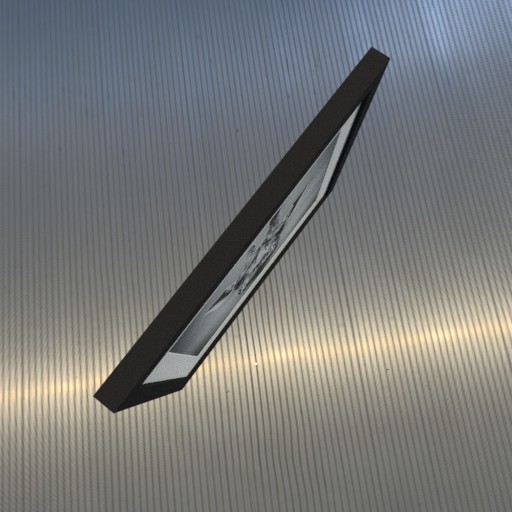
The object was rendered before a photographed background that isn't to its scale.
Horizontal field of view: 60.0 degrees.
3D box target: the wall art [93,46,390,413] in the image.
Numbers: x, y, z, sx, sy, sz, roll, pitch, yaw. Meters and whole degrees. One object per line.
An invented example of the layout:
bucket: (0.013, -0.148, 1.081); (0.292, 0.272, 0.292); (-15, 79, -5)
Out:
wall art: (0.000, 0.000, 0.760); (0.031, 0.457, 0.558); (36, 79, 8)
